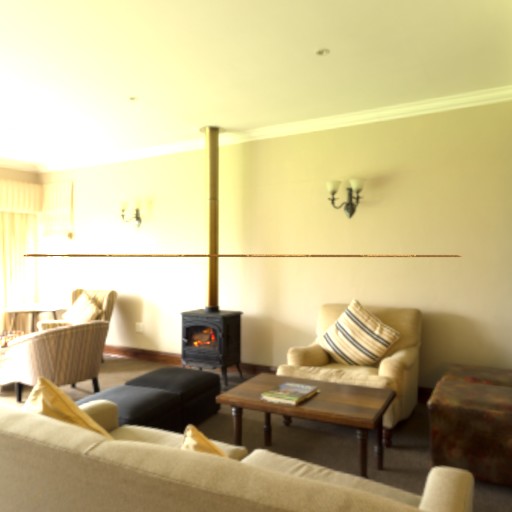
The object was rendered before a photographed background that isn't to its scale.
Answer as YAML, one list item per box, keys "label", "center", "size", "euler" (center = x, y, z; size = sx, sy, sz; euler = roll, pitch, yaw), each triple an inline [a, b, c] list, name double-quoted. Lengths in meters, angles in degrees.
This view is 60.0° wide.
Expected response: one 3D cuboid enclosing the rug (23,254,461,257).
- label: "rug"
  center: [0.000, 0.000, 2.740]
  size: [2.464, 0.012, 0.773]
  euler: [0, 0, -19]
